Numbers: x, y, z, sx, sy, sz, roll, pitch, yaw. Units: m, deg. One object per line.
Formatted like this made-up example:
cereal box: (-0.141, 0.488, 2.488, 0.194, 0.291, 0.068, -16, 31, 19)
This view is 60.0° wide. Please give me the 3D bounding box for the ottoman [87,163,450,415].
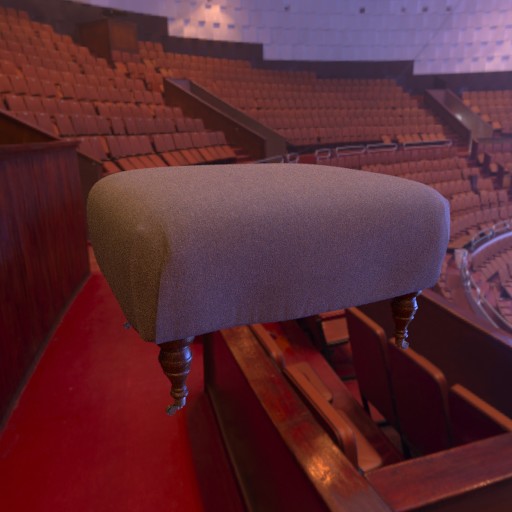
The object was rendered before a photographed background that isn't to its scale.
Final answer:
ottoman: (0.000, 0.000, 1.121, 0.747, 0.450, 0.622, -8, 18, -25)
